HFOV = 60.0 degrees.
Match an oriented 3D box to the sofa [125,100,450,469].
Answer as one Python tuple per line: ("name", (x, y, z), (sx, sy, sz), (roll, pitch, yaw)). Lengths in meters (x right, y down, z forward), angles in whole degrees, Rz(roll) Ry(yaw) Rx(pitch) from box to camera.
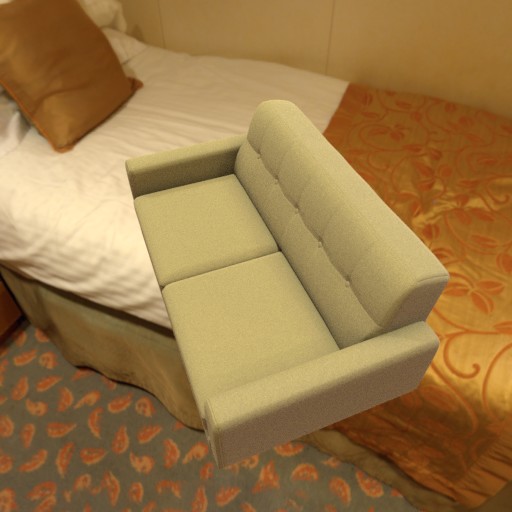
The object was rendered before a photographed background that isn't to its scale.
("sofa", (0.000, 0.000, 2.213), (0.980, 0.892, 1.655), (-16, 49, -15))
